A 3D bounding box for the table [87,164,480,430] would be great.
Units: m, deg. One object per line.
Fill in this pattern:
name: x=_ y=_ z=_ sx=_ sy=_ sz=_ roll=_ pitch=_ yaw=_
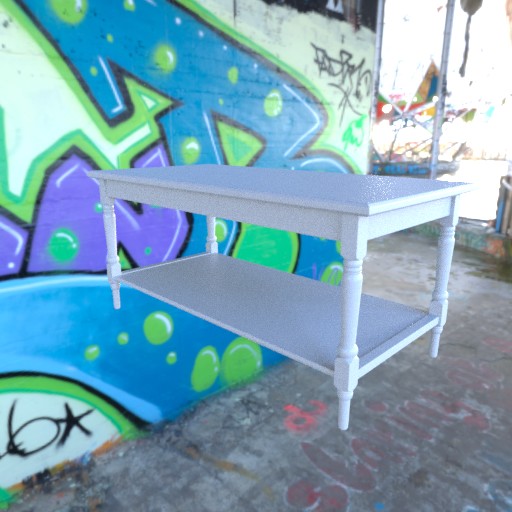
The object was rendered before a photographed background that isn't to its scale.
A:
table: x=0.000 y=0.000 z=1.414 sx=1.109 sy=0.506 sz=0.551 roll=15 pitch=21 yaw=43
